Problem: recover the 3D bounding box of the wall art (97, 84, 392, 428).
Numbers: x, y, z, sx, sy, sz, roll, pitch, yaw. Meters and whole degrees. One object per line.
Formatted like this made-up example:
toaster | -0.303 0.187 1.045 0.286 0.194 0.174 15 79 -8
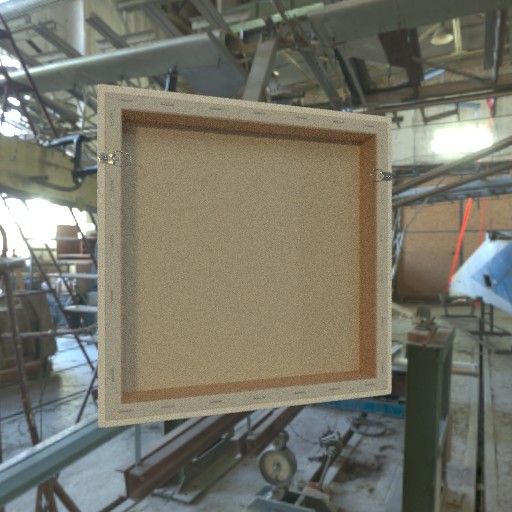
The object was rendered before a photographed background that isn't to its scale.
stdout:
wall art | 0.000 0.000 0.451 0.303 0.304 0.036 0 0 -18
